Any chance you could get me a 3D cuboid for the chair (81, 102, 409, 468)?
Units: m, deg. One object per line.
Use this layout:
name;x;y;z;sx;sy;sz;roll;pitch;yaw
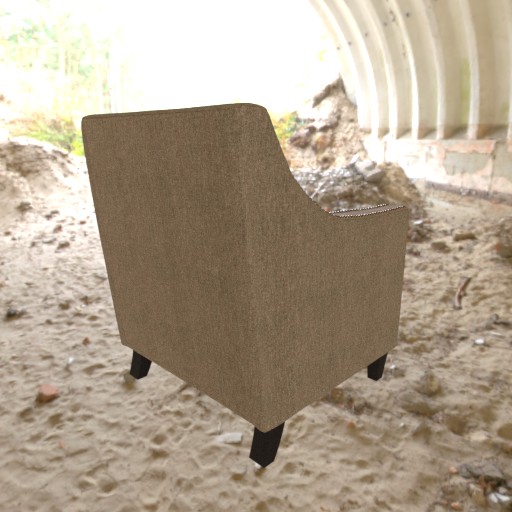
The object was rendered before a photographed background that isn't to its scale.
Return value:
chair;0.000;0.000;1.591;0.776;0.967;0.884;14;20;43
